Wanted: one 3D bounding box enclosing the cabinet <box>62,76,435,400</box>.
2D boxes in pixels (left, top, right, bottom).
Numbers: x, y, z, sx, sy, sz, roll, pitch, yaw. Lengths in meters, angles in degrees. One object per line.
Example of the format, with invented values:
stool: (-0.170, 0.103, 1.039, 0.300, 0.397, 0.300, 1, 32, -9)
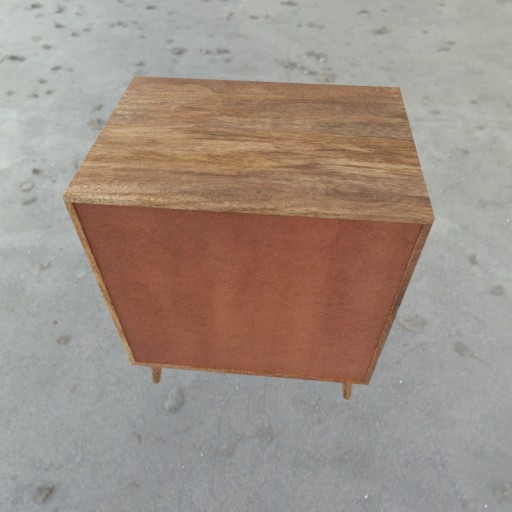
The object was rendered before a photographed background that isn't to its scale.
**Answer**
cabinet: (0.000, 0.000, 1.201, 0.647, 0.758, 0.473, 4, 47, 4)
